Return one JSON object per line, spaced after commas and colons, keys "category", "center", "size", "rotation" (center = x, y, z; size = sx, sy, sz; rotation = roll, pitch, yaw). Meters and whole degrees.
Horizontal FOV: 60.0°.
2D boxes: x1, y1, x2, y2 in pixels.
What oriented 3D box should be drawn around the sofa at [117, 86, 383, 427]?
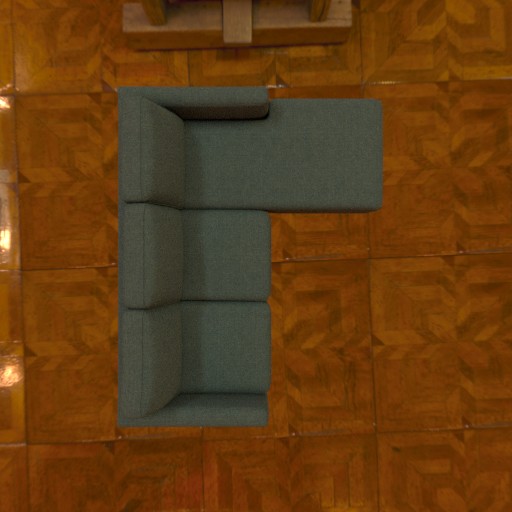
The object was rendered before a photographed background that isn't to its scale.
{"category": "sofa", "center": [0.000, 0.000, 2.877], "size": [1.667, 0.957, 2.055], "rotation": [0, 90, 0]}
